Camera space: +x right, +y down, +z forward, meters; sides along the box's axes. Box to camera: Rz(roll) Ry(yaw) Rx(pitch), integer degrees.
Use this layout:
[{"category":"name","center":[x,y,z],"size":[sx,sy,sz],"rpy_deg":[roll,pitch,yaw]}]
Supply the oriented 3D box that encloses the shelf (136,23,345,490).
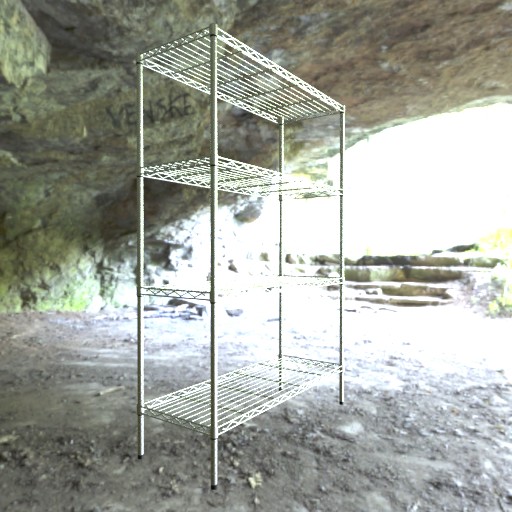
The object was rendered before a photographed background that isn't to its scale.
[{"category":"shelf","center":[0.000,0.000,1.753],"size":[0.352,1.360,0.907],"rpy_deg":[0,1,36]}]
